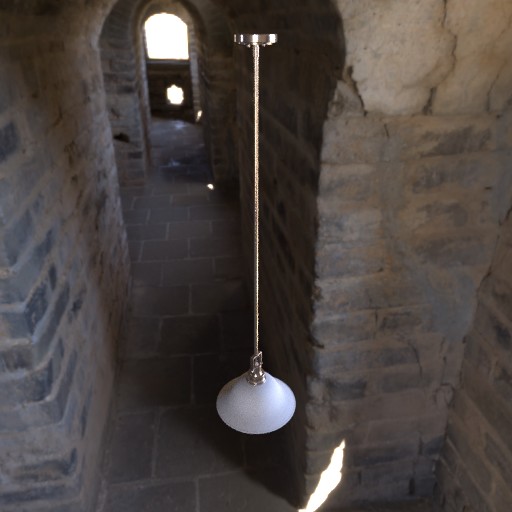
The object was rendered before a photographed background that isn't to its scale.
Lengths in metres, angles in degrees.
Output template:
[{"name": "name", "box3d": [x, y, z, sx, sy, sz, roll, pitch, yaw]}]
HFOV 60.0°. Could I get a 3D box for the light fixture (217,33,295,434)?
[{"name": "light fixture", "box3d": [0.000, 0.000, 1.512, 0.324, 1.354, 0.324, 18, 33, 31]}]
